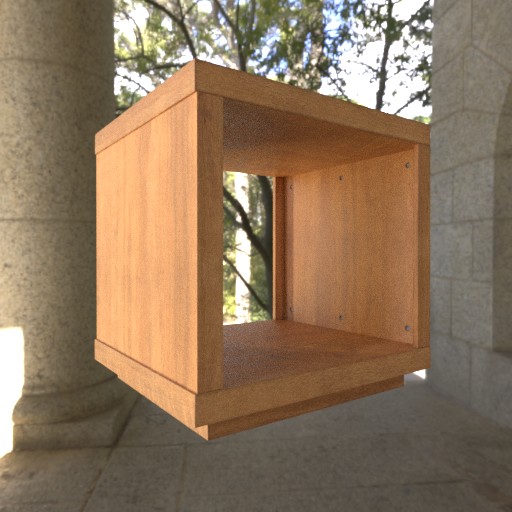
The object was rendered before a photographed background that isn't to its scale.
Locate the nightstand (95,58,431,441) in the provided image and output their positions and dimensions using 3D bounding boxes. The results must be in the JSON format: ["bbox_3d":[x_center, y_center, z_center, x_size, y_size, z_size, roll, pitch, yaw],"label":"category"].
[{"bbox_3d":[0.000,0.000,0.862,0.493,0.491,0.436,0,0,-35],"label":"nightstand"}]
